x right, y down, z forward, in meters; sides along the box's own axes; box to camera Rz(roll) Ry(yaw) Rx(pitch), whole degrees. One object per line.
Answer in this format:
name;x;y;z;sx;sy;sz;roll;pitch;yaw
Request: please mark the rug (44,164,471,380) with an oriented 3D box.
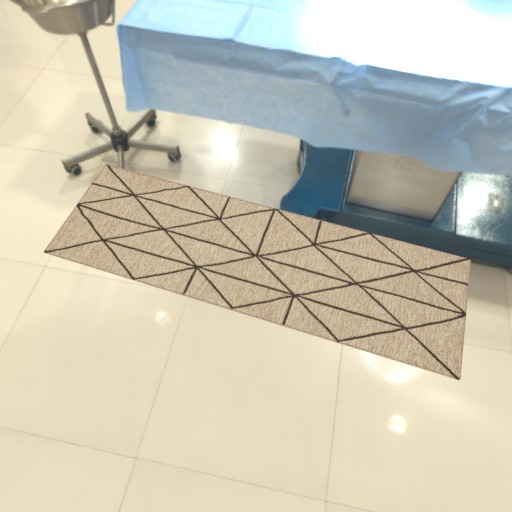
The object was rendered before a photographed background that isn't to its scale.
rug;0.000;0.000;2.648;2.438;0.012;0.762;16;59;10
